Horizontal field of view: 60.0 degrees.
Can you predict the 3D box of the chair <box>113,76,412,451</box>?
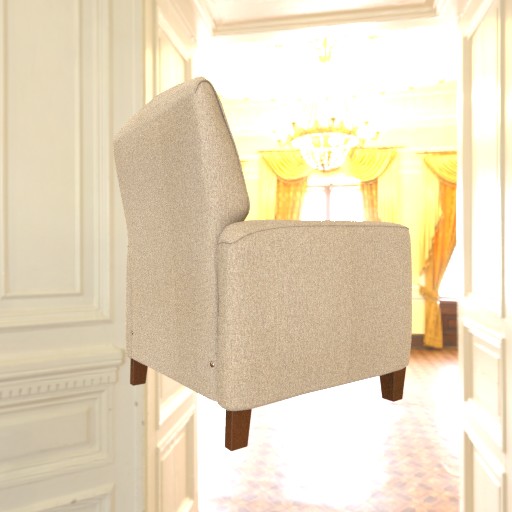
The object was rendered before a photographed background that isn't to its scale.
[{"bbox_3d":[0.000,0.000,1.651,0.864,1.014,0.848,0,0,-36],"label":"chair"}]
